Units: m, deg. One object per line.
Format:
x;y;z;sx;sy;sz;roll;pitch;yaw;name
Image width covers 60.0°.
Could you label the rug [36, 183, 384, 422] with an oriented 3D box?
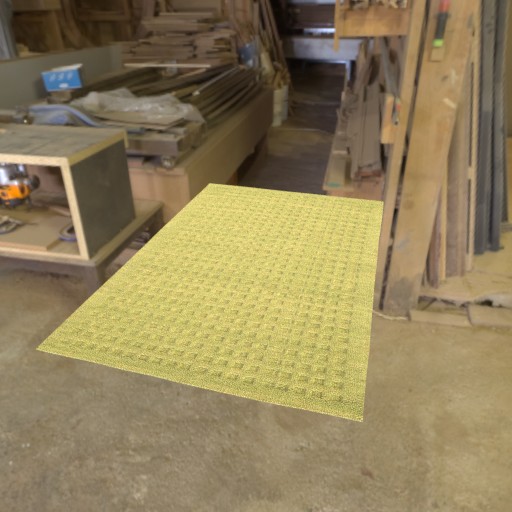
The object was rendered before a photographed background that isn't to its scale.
0.000;0.000;2.874;1.529;0.007;2.297;8;31;14;rug
